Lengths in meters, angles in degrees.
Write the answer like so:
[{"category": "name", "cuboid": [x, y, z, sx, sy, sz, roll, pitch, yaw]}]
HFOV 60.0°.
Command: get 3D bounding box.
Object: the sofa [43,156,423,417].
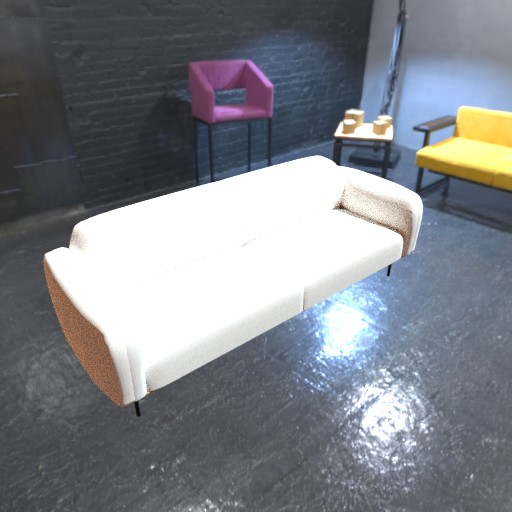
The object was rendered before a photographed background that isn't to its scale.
[{"category": "sofa", "cuboid": [0.000, 0.000, 2.700, 2.280, 0.780, 0.870, -22, 37, -33]}]
